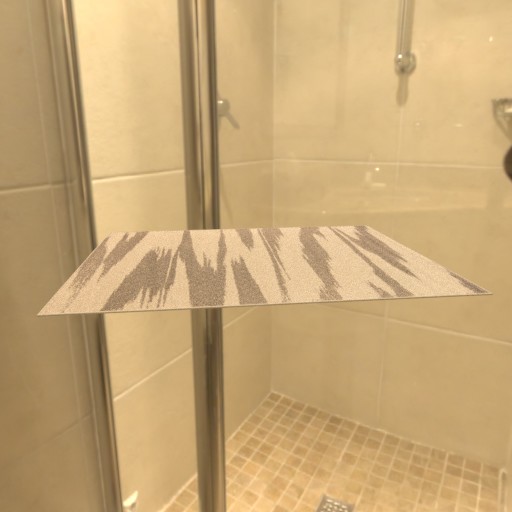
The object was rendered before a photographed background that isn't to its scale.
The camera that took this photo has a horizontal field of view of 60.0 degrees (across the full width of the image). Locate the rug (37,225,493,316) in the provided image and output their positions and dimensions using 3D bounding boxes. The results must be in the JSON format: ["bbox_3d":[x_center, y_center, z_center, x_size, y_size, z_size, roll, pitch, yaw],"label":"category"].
[{"bbox_3d":[0.000,0.000,3.943,2.945,0.014,2.353,-2,15,-7],"label":"rug"}]
